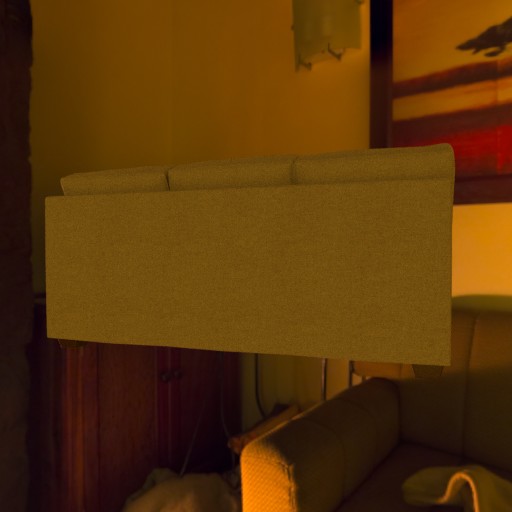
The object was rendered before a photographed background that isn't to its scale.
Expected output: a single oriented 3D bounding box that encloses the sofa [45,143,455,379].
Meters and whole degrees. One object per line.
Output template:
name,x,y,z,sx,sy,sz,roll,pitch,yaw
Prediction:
sofa,0.000,0.000,2.647,2.092,1.036,1.127,0,0,17
